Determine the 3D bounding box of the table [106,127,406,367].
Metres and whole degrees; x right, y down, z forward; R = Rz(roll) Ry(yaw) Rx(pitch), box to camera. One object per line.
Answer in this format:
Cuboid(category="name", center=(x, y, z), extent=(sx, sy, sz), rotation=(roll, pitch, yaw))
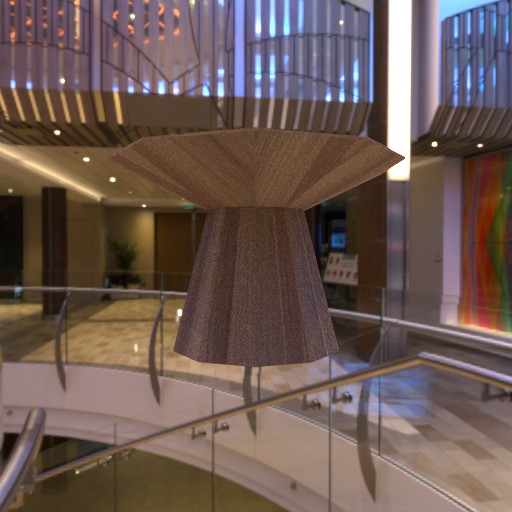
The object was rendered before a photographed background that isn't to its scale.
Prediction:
Cuboid(category="table", center=(0.000, 0.000, 1.859), extent=(1.186, 0.752, 1.186), rotation=(0, 1, 0))
